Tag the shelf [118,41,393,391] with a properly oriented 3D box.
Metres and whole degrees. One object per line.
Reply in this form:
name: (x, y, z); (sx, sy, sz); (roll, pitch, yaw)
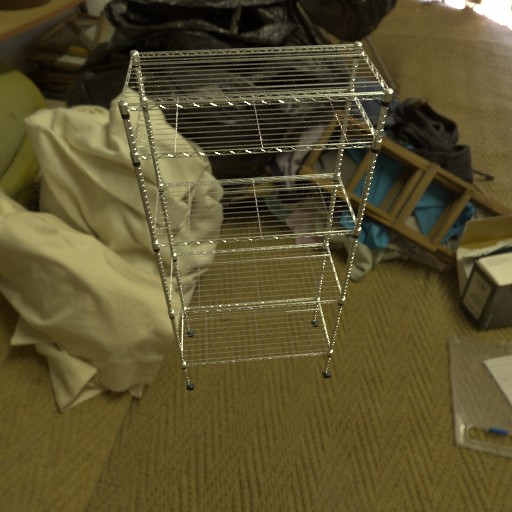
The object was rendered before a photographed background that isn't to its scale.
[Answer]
shelf: (0.000, 0.000, 1.873); (0.762, 1.587, 0.356); (-4, 46, -4)
